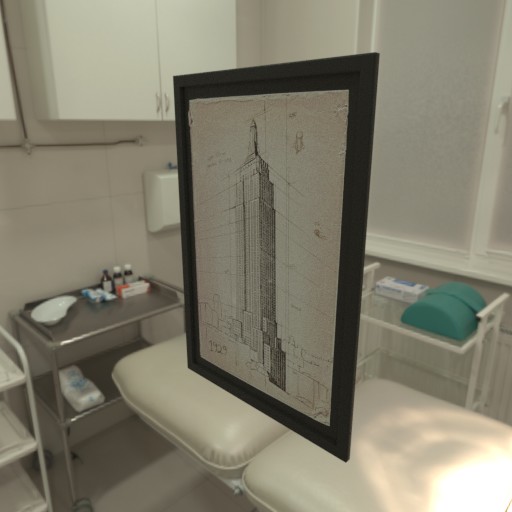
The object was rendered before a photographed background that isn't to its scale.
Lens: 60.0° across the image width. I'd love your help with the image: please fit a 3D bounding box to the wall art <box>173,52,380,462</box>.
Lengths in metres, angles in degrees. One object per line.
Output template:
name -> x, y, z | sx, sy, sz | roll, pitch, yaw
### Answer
wall art -> 0.000, 0.000, 0.836 | 0.451, 0.661, 0.012 | 16, 23, 42
